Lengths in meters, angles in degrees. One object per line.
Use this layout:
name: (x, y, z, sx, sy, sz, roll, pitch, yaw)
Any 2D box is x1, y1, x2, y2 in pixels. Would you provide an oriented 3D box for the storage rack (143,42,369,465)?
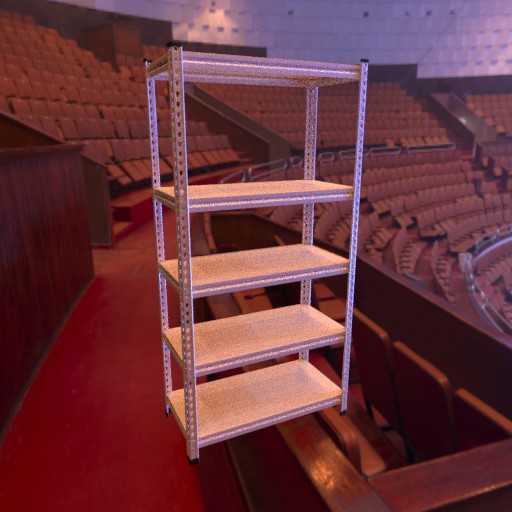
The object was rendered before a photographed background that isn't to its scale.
storage rack: (0.000, 0.000, 2.232, 0.914, 1.829, 0.457, -7, 17, -25)
